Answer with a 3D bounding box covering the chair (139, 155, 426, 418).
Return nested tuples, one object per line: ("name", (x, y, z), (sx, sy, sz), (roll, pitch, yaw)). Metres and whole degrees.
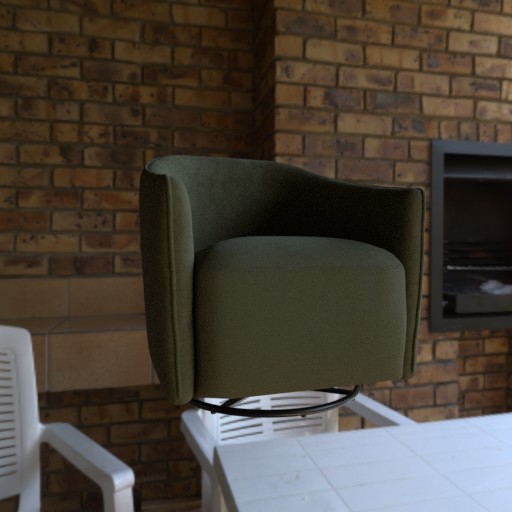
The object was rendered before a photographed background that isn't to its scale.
("chair", (0.000, 0.000, 1.461), (0.747, 0.799, 0.875), (0, 1, -19))
